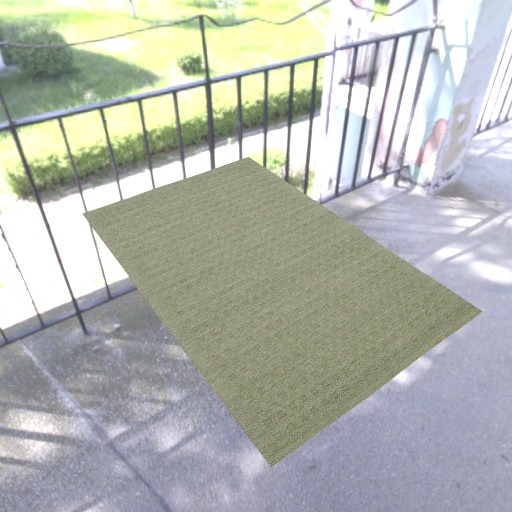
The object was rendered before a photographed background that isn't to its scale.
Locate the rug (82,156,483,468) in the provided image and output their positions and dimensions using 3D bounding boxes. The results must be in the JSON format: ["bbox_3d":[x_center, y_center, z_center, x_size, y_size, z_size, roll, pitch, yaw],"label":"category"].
[{"bbox_3d":[0.000,0.000,2.189,1.143,0.006,1.747,-25,46,-27],"label":"rug"}]
